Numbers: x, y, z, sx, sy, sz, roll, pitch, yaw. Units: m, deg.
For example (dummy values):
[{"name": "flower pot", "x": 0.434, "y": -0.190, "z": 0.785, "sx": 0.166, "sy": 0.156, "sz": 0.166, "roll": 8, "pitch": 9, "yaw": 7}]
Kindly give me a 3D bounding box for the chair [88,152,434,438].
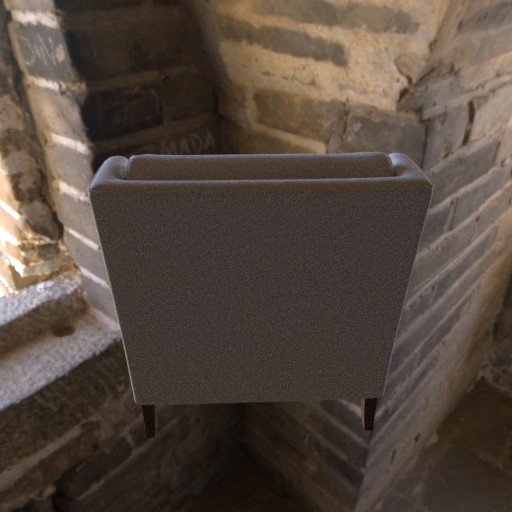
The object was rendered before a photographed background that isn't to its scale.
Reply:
[{"name": "chair", "x": 0.000, "y": 0.000, "z": 1.851, "sx": 0.982, "sy": 1.056, "sz": 1.040, "roll": -1, "pitch": 29, "yaw": -2}]
